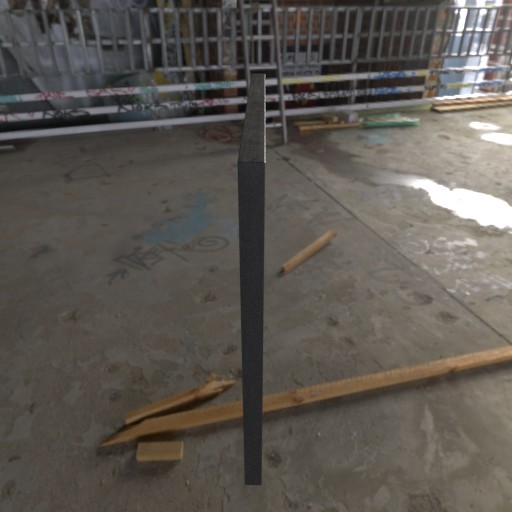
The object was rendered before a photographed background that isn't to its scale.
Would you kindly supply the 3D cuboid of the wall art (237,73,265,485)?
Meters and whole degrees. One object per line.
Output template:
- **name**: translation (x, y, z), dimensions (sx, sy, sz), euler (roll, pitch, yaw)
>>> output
- **wall art**: translation (0.000, 0.000, 1.142), dimensions (0.039, 0.763, 0.763), euler (1, 31, 1)
